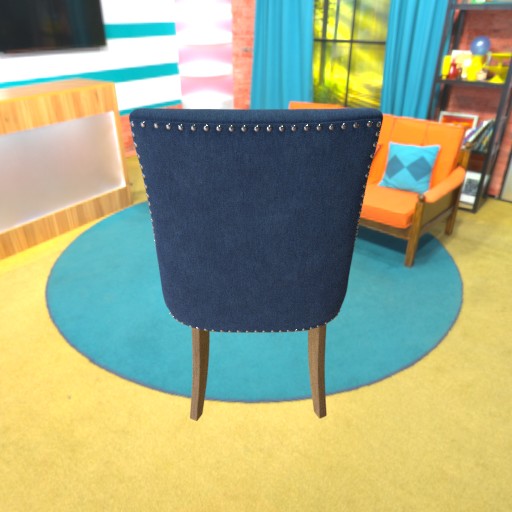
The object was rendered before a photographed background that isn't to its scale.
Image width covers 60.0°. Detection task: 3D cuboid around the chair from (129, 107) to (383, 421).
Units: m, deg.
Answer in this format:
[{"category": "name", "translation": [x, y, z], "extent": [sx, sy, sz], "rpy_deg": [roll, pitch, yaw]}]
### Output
[{"category": "chair", "translation": [0.000, 0.000, 1.251], "extent": [0.495, 0.902, 0.610], "rpy_deg": [0, 29, 0]}]
